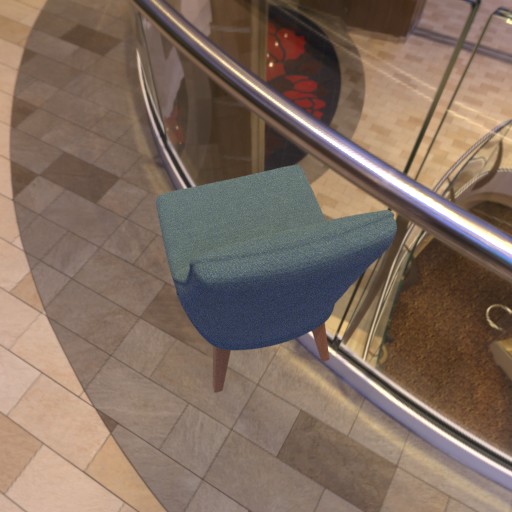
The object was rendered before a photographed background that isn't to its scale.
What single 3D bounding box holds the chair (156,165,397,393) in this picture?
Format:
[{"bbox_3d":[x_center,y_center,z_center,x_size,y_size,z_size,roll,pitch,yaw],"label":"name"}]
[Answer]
[{"bbox_3d":[0.000,0.000,1.278,0.500,0.930,0.620,-14,59,-8],"label":"chair"}]
